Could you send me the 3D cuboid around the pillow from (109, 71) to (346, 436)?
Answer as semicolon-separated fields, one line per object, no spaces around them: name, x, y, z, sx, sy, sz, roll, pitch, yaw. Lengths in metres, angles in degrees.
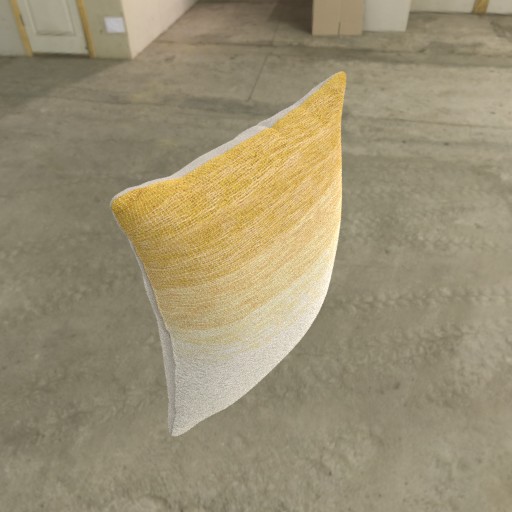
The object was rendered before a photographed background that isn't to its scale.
pillow;0.000;0.000;0.691;0.211;0.450;0.450;26;48;27
